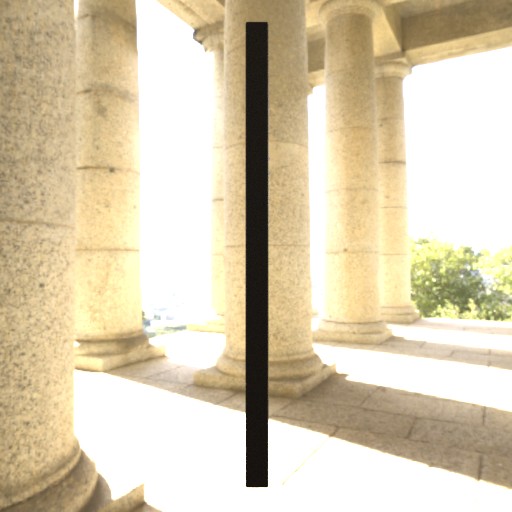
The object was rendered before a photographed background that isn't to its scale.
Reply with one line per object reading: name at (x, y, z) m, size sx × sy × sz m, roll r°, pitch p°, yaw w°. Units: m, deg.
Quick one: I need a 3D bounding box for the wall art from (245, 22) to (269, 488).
wall art at (0.000, 0.000, 0.750) m, size 0.028 × 0.551 × 0.451 m, roll 0°, pitch -1°, yaw 0°
